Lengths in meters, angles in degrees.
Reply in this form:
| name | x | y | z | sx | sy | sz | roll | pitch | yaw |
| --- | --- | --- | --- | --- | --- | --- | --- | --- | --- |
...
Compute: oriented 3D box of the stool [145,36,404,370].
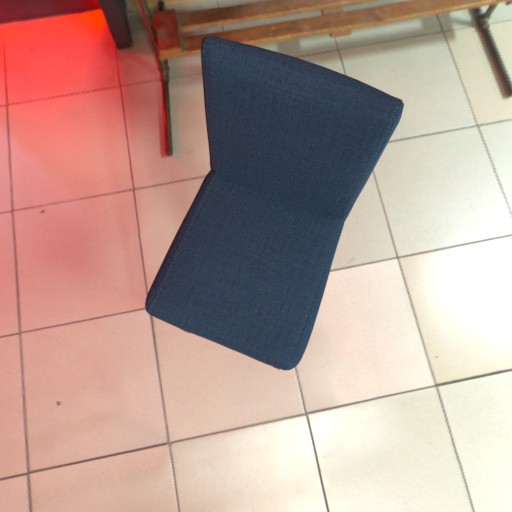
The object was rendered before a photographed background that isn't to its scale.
| name | x | y | z | sx | sy | sz | roll | pitch | yaw |
| --- | --- | --- | --- | --- | --- | --- | --- | --- | --- |
| stool | 0.000 | 0.000 | 1.339 | 0.454 | 1.088 | 0.574 | 21 | 76 | 5 |
